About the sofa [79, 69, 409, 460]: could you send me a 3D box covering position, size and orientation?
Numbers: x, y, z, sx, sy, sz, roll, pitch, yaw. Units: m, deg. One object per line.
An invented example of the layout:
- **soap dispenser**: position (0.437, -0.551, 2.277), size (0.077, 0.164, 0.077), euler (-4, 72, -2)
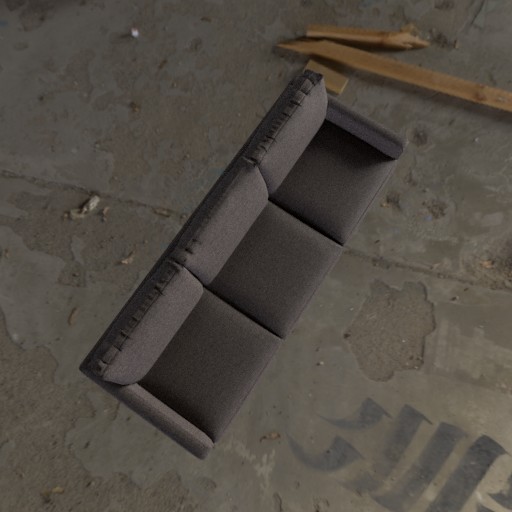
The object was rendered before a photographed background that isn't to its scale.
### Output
- **sofa**: position (0.000, 0.000, 2.758), size (0.876, 0.882, 2.253), euler (33, 78, 8)
